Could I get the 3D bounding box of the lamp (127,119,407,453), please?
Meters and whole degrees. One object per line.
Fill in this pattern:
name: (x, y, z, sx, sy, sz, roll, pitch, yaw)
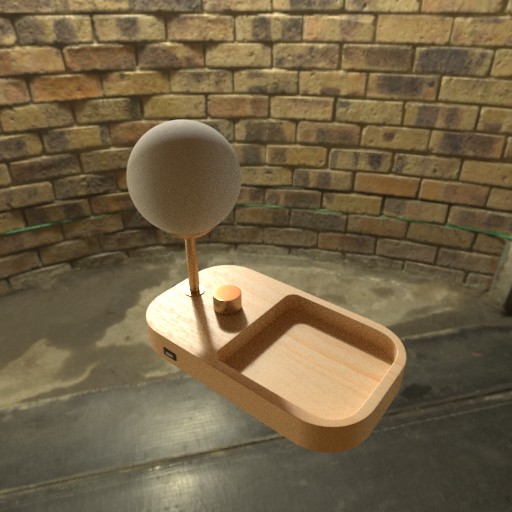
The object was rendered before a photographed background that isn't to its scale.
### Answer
lamp: (0.000, 0.000, 0.473, 0.331, 0.253, 0.173, 22, 37, 32)
